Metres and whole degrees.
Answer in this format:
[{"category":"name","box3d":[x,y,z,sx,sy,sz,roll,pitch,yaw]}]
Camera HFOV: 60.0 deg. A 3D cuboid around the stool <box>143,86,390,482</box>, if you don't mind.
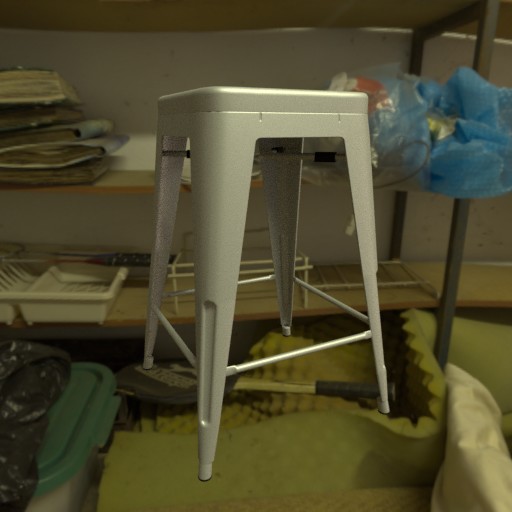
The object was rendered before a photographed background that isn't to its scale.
[{"category":"stool","box3d":[0.000,0.000,0.891,0.406,0.610,0.406,-8,18,-26]}]
